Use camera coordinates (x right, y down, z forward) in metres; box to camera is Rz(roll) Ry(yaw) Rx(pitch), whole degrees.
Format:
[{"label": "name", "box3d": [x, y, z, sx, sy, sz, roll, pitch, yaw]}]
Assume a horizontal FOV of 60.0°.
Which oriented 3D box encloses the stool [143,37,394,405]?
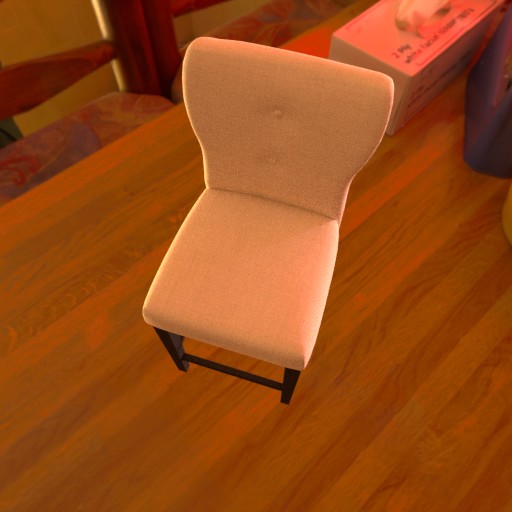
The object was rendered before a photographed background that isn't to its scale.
[{"label": "stool", "box3d": [0.000, 0.000, 1.322, 0.514, 0.972, 0.603, 15, 61, 9]}]
